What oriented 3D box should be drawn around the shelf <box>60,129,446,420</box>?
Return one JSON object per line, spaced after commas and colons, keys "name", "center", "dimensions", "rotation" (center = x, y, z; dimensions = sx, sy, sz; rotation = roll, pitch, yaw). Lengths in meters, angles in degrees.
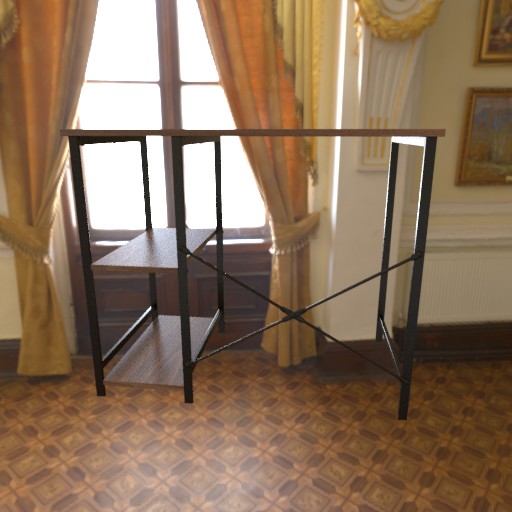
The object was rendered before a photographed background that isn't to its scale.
{"name": "shelf", "center": [0.000, 0.000, 1.364], "dimensions": [0.902, 0.750, 0.498], "rotation": [2, 16, 7]}
